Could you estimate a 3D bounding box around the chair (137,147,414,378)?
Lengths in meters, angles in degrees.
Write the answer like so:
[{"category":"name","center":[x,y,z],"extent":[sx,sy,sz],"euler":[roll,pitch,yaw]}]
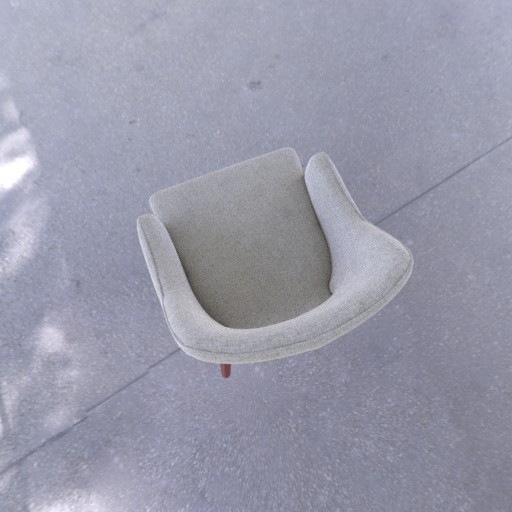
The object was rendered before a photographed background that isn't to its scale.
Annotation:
[{"category":"chair","center":[0.000,0.000,1.210],"extent":[0.548,0.849,0.605],"euler":[-20,74,-6]}]
